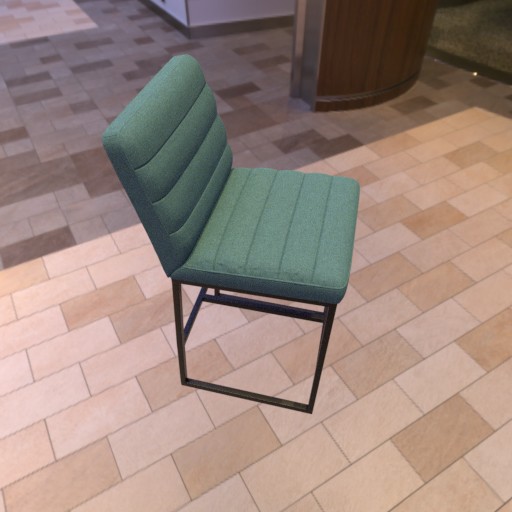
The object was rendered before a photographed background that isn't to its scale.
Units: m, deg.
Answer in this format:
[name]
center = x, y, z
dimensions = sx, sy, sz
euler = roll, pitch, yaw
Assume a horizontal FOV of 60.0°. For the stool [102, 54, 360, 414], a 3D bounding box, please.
[stool]
center = 0.000, 0.000, 1.380
dimensions = 0.560, 1.040, 0.460
euler = 10, 46, 9
